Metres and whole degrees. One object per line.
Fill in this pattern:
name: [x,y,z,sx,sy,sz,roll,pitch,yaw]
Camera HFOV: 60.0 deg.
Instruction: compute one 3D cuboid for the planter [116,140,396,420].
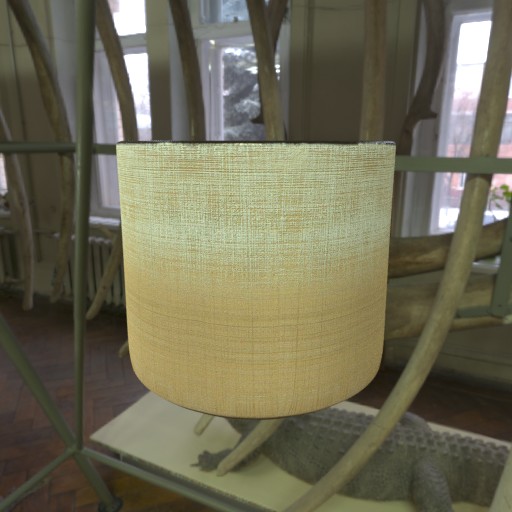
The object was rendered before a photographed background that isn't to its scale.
planter: [0.000,0.000,0.439,0.254,0.221,0.254,0,14,0]
